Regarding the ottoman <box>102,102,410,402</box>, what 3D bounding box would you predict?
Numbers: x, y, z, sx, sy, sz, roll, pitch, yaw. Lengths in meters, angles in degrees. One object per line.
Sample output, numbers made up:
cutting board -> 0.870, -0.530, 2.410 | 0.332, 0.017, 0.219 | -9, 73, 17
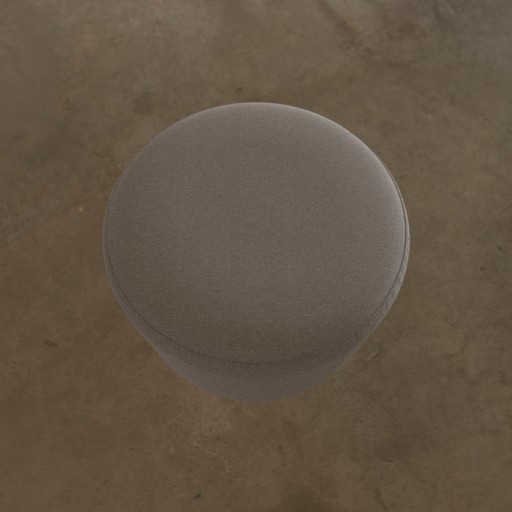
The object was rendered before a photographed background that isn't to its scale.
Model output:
ottoman -> 0.000, 0.000, 1.024 | 0.608, 0.433, 0.608 | 0, 64, 0
